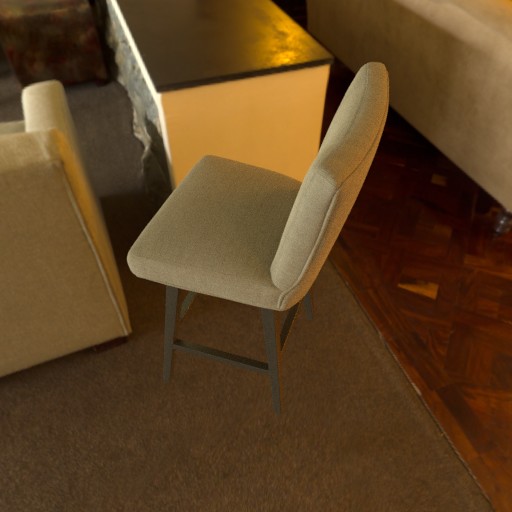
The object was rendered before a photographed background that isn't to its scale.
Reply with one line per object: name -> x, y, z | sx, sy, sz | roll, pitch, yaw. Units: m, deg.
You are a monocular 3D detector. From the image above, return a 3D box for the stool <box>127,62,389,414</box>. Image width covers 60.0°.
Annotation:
stool -> 0.000, 0.000, 1.380 | 0.574, 1.086, 0.514 | 15, 49, 14
